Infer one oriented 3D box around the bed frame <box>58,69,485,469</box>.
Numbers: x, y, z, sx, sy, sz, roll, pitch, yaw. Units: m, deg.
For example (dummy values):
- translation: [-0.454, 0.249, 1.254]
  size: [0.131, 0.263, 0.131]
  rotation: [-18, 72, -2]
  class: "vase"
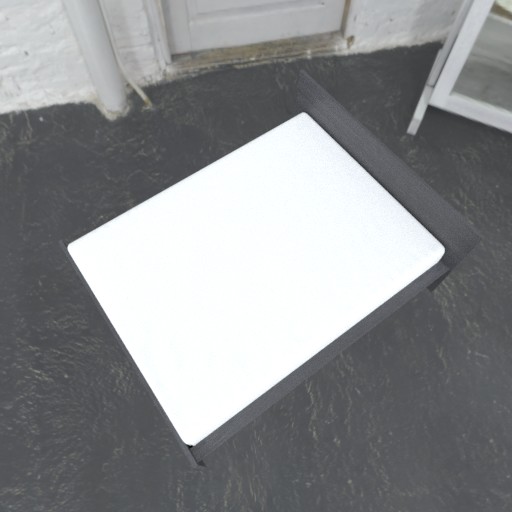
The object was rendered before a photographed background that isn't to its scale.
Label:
- translation: [0.000, 0.000, 2.848]
  size: [1.960, 0.800, 1.622]
  rotation: [-33, 68, -15]
  class: "bed frame"
